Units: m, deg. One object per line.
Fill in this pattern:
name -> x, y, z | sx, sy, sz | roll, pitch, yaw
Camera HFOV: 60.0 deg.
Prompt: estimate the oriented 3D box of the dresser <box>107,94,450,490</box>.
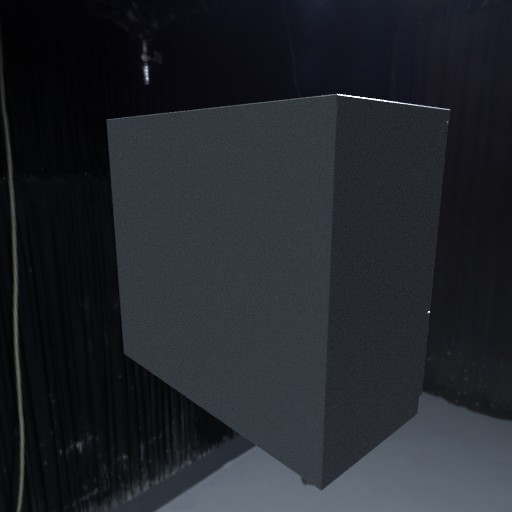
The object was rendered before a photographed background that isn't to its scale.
dresser -> 0.000, 0.000, 1.222 | 0.420, 0.740, 0.830 | -12, 18, -41
